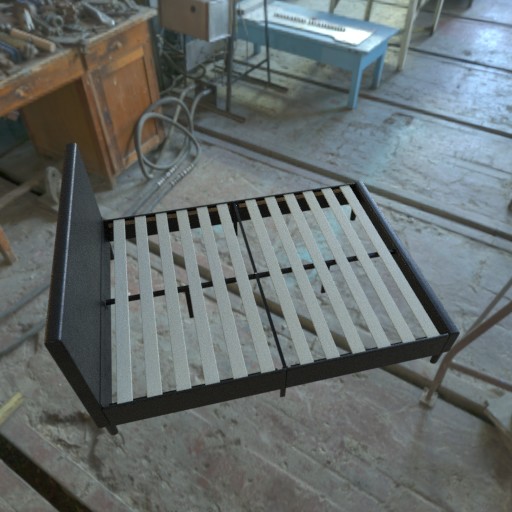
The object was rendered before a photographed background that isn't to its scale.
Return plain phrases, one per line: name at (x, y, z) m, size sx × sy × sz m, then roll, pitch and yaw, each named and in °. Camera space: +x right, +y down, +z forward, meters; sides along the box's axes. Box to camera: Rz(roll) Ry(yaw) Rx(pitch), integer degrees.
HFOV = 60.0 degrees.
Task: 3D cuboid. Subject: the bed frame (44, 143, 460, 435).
bed frame at (0.000, 0.000, 3.089) m, size 2.318 × 1.127 × 1.634 m, roll -10°, pitch 48°, yaw -9°
